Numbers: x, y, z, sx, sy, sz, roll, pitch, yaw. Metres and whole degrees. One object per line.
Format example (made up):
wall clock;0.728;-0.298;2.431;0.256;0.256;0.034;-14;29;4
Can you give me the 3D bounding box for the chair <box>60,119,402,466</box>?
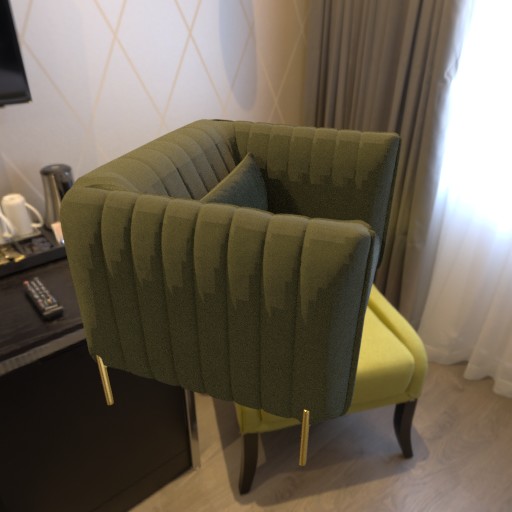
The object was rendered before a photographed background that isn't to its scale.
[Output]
chair;0.000;0.000;1.639;0.877;0.794;1.032;10;31;17
